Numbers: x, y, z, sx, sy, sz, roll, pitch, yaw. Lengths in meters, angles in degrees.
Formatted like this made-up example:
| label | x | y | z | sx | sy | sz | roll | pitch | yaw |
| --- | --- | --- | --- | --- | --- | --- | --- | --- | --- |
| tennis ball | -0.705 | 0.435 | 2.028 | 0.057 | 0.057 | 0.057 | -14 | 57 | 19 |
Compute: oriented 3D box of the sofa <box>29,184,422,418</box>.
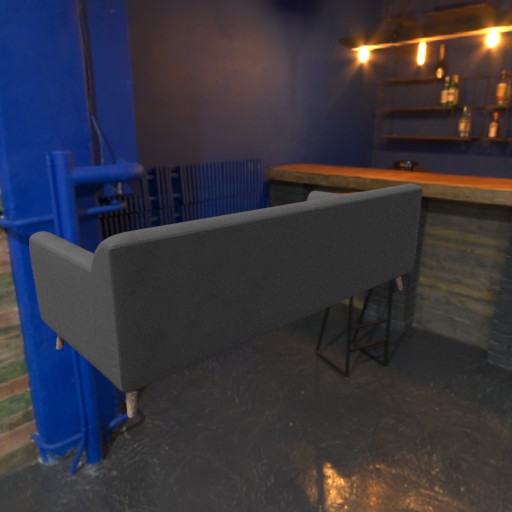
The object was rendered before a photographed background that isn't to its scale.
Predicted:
| label | x | y | z | sx | sy | sz | roll | pitch | yaw |
| --- | --- | --- | --- | --- | --- | --- | --- | --- | --- |
| sofa | 0.000 | 0.000 | 2.598 | 2.190 | 0.740 | 0.900 | -15 | 22 | -41 |
